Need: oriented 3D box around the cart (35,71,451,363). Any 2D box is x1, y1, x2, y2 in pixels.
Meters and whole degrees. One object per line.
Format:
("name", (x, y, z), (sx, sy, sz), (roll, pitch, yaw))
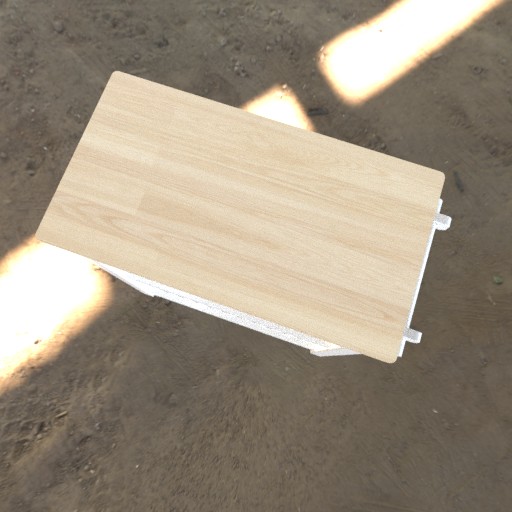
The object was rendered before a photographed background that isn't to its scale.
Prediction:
("cart", (0.000, 0.000, 1.459), (0.899, 0.927, 0.457), (19, 77, 4))
